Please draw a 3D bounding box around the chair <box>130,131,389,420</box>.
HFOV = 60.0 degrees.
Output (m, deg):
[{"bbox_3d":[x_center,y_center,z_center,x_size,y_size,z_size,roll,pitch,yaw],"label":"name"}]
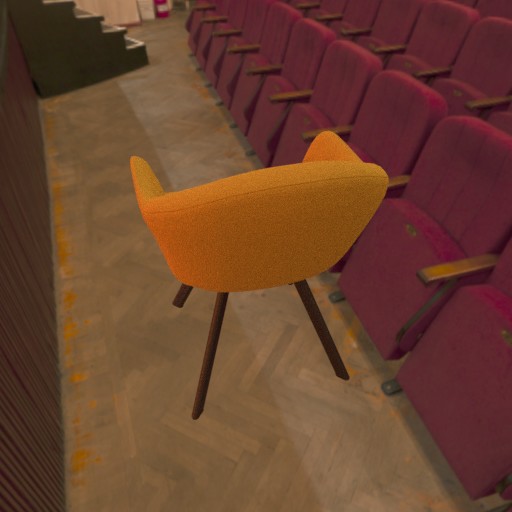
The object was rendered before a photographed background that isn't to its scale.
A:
[{"bbox_3d":[0.000,0.000,1.165,0.545,0.775,0.565,-11,42,-12],"label":"chair"}]
